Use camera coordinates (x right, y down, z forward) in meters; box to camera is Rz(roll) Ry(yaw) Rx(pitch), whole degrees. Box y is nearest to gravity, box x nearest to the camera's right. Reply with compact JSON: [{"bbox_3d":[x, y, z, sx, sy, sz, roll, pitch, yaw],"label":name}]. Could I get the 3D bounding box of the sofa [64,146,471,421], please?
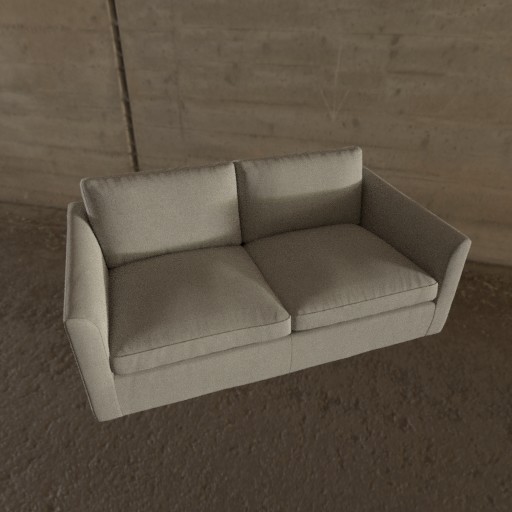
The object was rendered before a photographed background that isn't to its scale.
[{"bbox_3d":[0.000,0.000,2.463,1.905,0.839,1.091,-10,34,-16],"label":"sofa"}]
